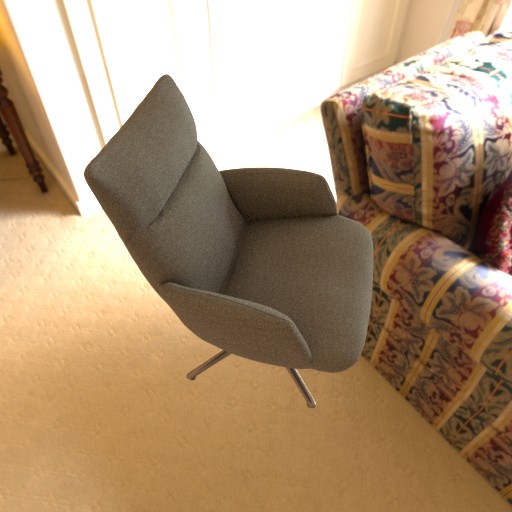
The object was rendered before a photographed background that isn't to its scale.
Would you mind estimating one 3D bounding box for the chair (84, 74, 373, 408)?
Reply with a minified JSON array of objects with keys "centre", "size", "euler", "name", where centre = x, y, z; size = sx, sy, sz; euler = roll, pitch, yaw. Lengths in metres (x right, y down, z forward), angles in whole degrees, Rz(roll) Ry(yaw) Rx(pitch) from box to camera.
[{"centre":[0.000,0.000,1.534],"size":[0.831,0.984,0.702],"euler":[10,49,9],"name":"chair"}]
